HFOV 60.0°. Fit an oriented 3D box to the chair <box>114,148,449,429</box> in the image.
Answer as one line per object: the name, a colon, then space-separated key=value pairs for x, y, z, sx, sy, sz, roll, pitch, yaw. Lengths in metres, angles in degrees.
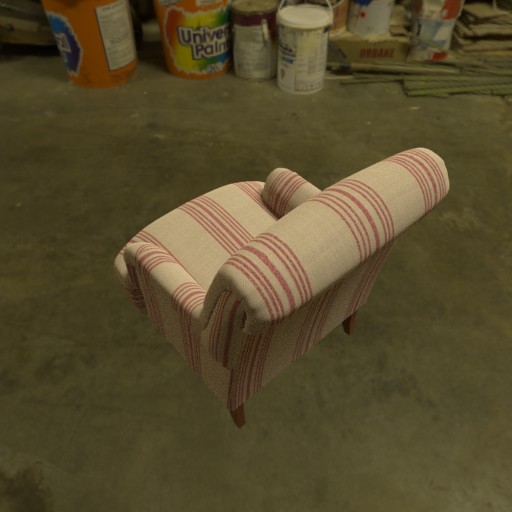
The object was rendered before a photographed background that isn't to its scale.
chair: x=0.000 y=0.000 z=1.868 sx=0.933 sy=1.123 sz=1.058 roll=-32 pitch=54 yaw=-27
